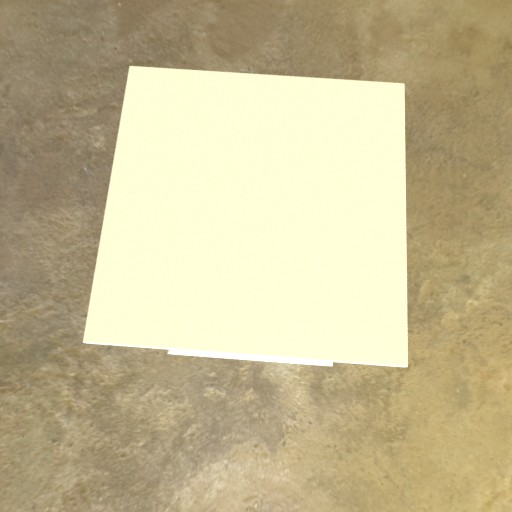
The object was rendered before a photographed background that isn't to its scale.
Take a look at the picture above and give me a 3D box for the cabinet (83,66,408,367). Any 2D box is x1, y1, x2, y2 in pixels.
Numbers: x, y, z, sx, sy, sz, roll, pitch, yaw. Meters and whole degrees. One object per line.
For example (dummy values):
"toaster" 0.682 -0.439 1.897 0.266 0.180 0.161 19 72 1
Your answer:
"cabinet" 0.000 0.000 1.184 0.547 0.775 0.544 4 75 1
